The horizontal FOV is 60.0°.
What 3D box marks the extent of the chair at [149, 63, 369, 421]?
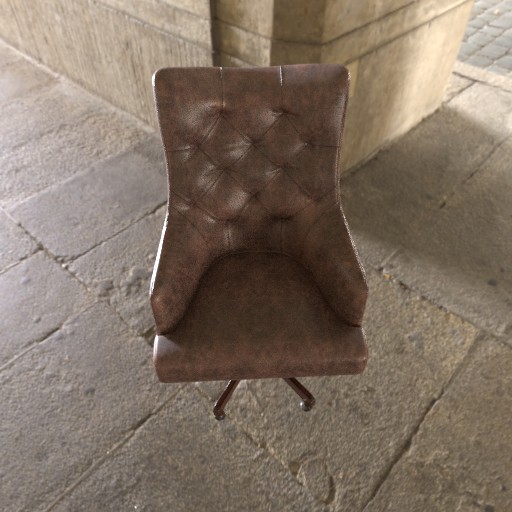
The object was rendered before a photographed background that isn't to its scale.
[{"bbox_3d":[0.000,0.000,1.482,0.641,1.035,0.762,-2,47,-2],"label":"chair"}]
